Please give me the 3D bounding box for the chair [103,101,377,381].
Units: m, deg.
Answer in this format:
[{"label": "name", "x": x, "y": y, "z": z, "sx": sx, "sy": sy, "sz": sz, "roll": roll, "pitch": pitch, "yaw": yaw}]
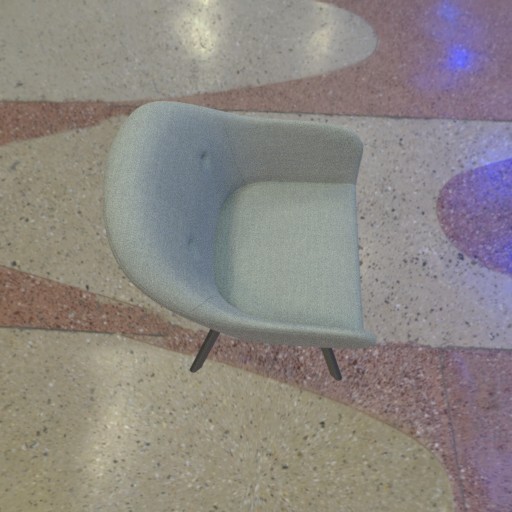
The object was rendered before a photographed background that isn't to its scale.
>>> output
[{"label": "chair", "x": 0.000, "y": 0.000, "z": 1.162, "sx": 0.570, "sy": 0.780, "sz": 0.540, "roll": 3, "pitch": 63, "yaw": 1}]
